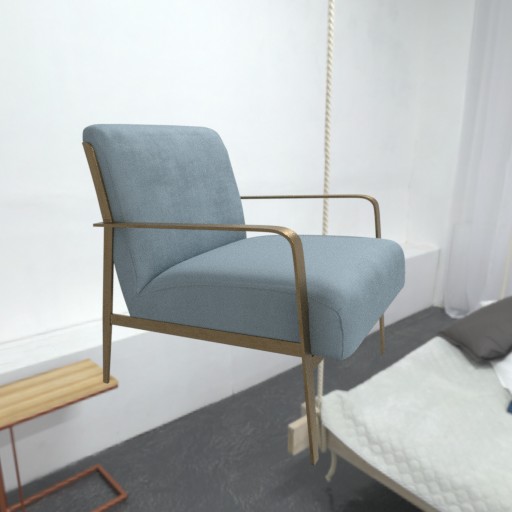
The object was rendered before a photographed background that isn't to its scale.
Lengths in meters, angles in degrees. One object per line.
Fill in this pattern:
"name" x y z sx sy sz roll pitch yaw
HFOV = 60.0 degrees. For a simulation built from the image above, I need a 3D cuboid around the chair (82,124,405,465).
"chair" 0.000 0.000 1.433 0.842 0.824 0.701 8 17 28
